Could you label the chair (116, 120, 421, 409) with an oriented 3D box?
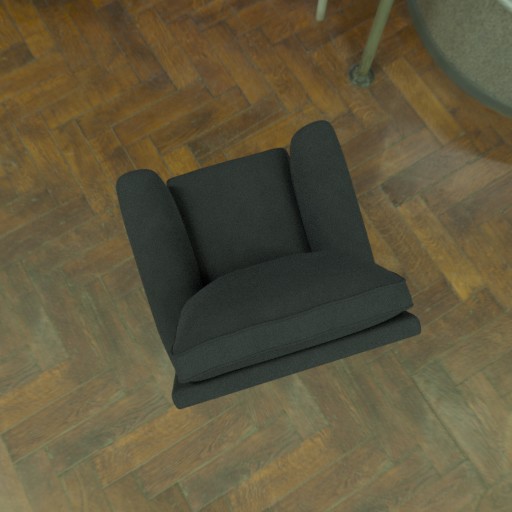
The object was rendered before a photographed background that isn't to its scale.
[{"bbox_3d":[0.000,0.000,1.682,0.890,0.961,0.878,-16,76,-4],"label":"chair"}]
